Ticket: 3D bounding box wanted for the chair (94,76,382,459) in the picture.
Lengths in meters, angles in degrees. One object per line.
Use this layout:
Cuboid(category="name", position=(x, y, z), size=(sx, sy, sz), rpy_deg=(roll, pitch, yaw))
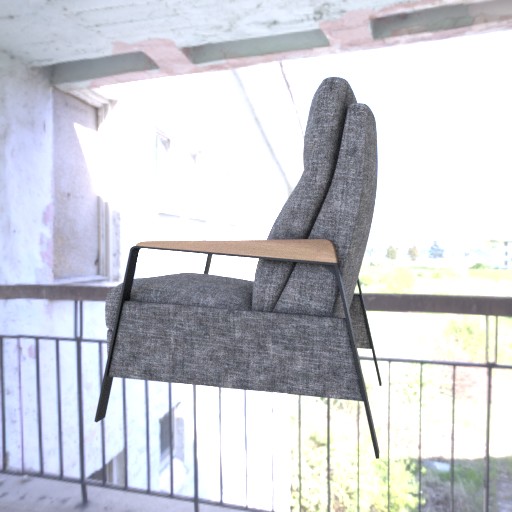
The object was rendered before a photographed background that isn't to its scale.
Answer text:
Cuboid(category="chair", position=(0.000, 0.000, 1.588), size=(0.868, 1.042, 0.671), rpy_deg=(0, 1, 16))
